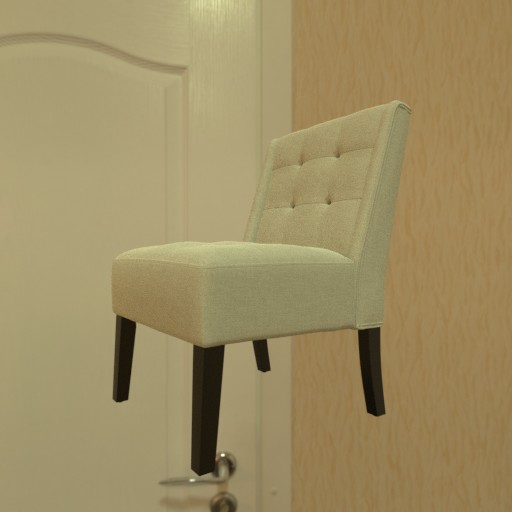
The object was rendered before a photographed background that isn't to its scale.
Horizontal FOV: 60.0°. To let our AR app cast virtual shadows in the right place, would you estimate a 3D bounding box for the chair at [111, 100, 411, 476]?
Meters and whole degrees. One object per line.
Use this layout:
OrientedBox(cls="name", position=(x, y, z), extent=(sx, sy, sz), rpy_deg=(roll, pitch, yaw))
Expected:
OrientedBox(cls="chair", position=(0.000, 0.000, 1.262), extent=(0.676, 0.853, 0.569), rpy_deg=(-1, 2, -35))
